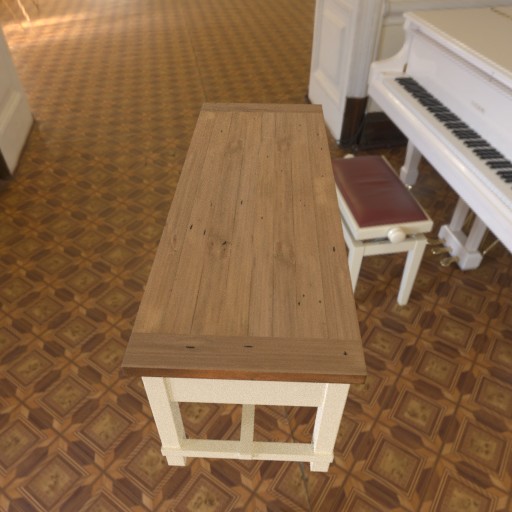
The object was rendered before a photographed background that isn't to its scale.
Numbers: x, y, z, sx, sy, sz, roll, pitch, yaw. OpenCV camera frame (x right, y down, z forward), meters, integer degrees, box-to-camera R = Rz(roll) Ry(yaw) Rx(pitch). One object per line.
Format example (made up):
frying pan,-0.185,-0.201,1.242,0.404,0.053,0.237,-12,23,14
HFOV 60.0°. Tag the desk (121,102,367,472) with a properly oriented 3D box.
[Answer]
desk,0.000,0.000,2.161,0.688,0.762,1.803,2,42,2
